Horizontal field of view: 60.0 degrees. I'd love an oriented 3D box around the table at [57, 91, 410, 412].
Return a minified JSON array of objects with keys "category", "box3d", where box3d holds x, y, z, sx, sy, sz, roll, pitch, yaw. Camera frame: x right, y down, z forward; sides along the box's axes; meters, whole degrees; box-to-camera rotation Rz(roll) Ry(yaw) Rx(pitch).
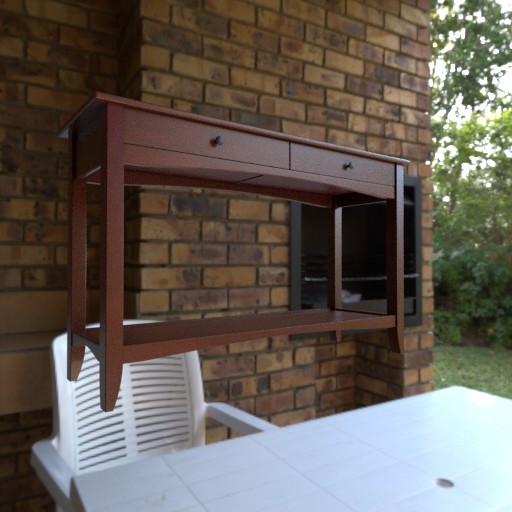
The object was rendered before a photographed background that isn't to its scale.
[{"category":"table","box3d":[0.000,0.000,1.510,1.188,0.739,0.392,1,-1,-36]}]
